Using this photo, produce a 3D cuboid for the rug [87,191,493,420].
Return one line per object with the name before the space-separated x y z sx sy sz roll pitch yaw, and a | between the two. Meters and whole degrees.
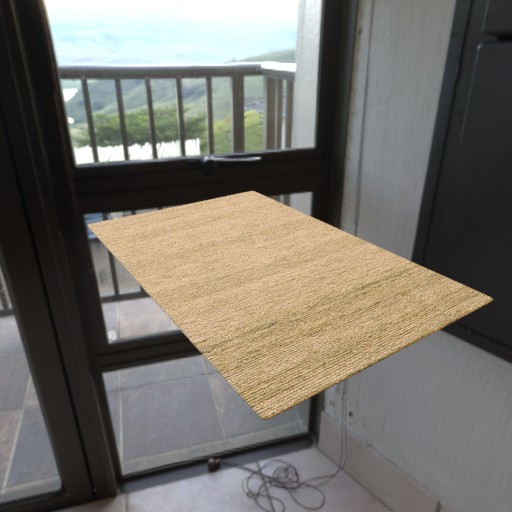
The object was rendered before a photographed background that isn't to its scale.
rug | 0.000 0.000 2.155 1.143 0.010 1.758 -16 30 -30
